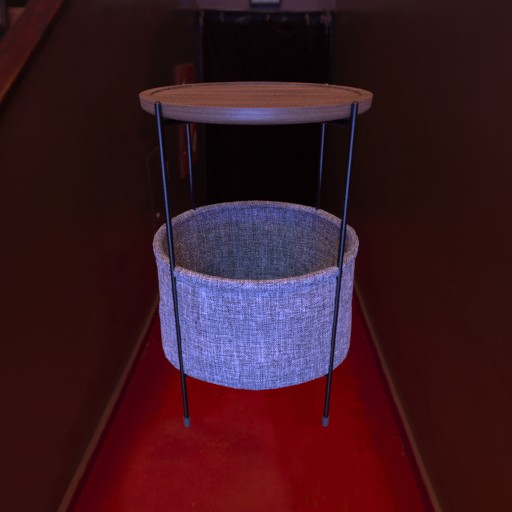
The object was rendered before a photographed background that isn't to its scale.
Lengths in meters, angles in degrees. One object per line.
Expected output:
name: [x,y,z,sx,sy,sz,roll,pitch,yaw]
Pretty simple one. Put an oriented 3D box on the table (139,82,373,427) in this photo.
table: [0.000,0.000,0.888,0.400,0.623,0.400,0,26,0]
